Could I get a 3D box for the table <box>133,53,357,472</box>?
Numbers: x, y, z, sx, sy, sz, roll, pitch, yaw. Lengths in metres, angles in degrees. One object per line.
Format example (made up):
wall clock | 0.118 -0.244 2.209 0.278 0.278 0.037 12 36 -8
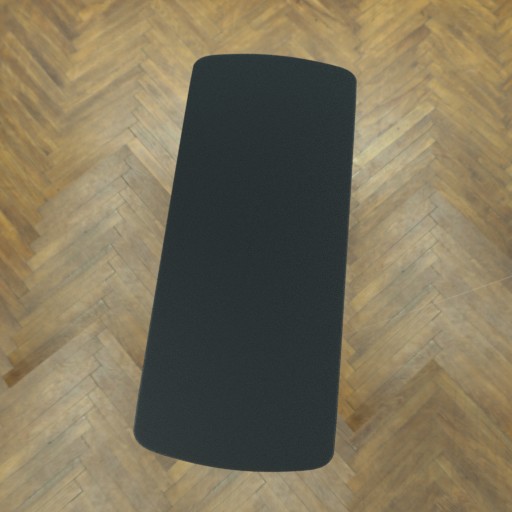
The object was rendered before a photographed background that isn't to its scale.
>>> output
table | 0.000 0.000 1.599 0.571 0.457 1.333 6 76 1
